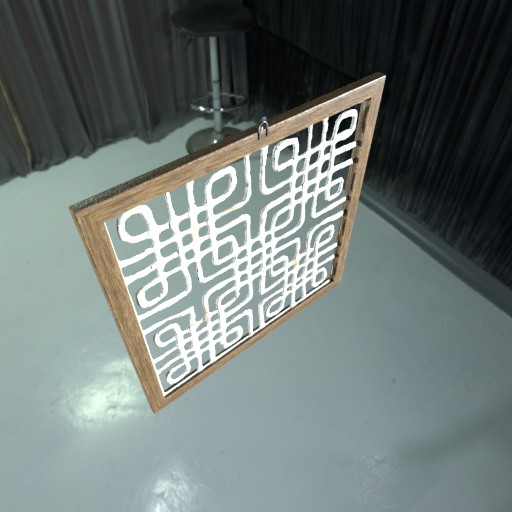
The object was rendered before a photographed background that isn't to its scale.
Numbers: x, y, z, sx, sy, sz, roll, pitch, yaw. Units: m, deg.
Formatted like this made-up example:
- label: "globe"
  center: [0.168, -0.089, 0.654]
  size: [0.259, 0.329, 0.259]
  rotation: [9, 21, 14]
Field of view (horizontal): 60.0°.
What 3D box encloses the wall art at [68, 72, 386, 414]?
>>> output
- label: "wall art"
  center: [0.000, 0.000, 0.839]
  size: [0.561, 0.582, 0.021]
  rotation: [-31, 54, -25]
